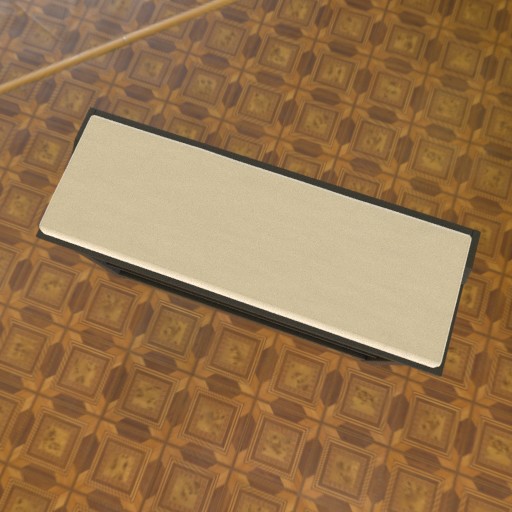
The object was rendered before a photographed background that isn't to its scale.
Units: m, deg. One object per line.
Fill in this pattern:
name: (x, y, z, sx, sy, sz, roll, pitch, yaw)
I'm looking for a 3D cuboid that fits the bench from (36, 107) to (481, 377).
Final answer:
bench: (0.000, 0.000, 1.251, 0.973, 0.561, 0.345, 19, 78, 4)
